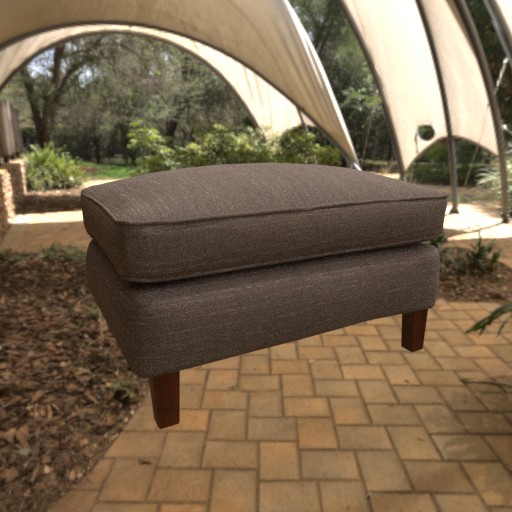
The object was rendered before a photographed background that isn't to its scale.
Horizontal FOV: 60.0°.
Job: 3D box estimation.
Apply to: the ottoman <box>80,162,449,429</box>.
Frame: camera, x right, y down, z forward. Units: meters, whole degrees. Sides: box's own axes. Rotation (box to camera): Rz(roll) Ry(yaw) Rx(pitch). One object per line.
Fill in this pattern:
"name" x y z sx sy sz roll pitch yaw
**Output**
"ottoman" 0.000 0.000 0.996 0.686 0.406 0.508 -8 17 -27
